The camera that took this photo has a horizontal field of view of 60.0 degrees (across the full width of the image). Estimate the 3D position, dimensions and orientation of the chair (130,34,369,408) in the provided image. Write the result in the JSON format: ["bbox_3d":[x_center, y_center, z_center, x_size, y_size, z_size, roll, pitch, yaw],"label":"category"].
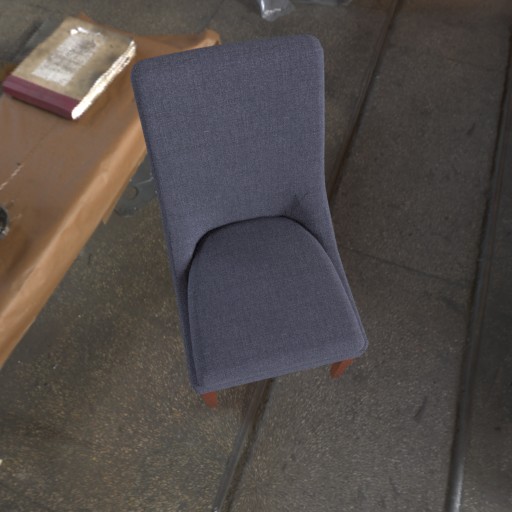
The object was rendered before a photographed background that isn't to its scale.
[{"bbox_3d":[0.000,0.000,1.303,0.508,0.952,0.655,-12,63,-6],"label":"chair"}]
